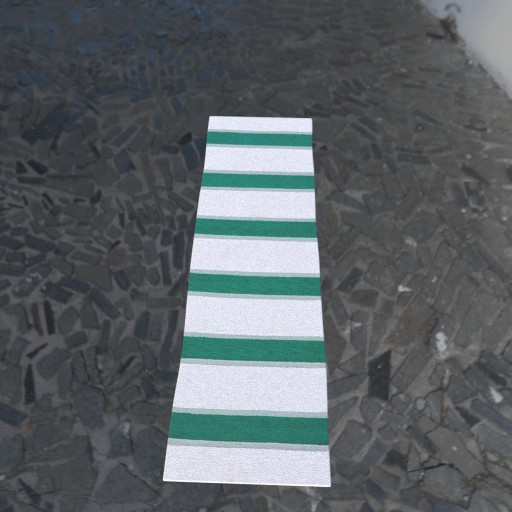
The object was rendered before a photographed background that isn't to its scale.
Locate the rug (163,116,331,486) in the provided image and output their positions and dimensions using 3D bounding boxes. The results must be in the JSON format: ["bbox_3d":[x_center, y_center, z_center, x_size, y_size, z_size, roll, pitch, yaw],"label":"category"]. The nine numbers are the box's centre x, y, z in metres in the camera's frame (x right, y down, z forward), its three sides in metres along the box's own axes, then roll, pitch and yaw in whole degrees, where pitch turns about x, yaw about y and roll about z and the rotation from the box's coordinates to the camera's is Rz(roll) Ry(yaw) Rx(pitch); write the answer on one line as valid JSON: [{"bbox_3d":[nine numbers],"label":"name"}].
[{"bbox_3d":[0.000,0.000,2.657,0.768,0.012,2.438,2,58,1],"label":"rug"}]
